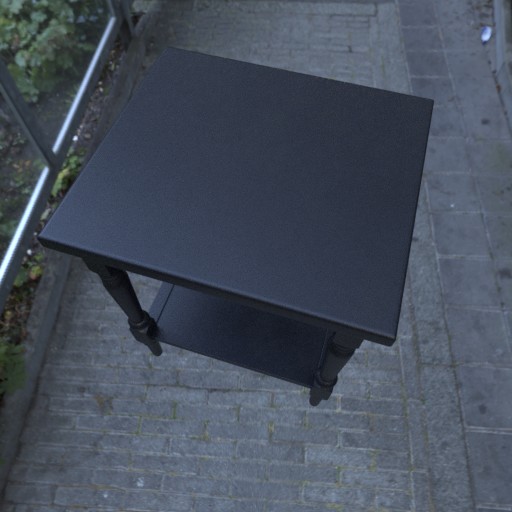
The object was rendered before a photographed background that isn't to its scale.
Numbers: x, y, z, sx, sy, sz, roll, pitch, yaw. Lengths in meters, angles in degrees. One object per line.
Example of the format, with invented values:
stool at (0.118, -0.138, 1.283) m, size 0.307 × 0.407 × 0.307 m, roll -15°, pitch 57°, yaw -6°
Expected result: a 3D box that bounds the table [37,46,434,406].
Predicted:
table at (0.000, 0.000, 0.911) m, size 0.488 × 0.565 × 0.442 m, roll 15°, pitch 60°, yaw 9°
